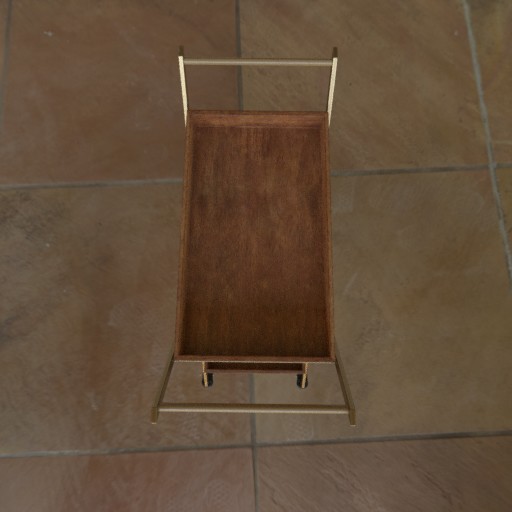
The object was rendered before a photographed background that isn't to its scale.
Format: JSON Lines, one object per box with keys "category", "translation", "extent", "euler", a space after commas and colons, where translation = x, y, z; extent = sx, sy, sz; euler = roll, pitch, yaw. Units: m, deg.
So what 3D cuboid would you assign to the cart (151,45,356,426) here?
{"category": "cart", "translation": [0.000, 0.000, 1.327], "extent": [0.405, 0.869, 0.836], "euler": [1, 77, 0]}
